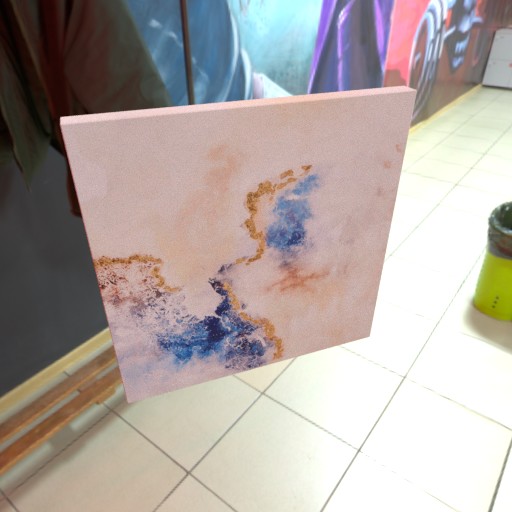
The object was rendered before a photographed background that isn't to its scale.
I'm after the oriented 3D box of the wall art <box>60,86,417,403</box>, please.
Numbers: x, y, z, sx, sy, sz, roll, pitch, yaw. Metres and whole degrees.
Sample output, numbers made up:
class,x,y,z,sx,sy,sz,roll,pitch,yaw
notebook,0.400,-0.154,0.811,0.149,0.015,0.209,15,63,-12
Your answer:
class,x,y,z,sx,sy,sz,roll,pitch,yaw
wall art,0.000,0.000,1.569,1.061,1.061,0.071,-11,35,-17
